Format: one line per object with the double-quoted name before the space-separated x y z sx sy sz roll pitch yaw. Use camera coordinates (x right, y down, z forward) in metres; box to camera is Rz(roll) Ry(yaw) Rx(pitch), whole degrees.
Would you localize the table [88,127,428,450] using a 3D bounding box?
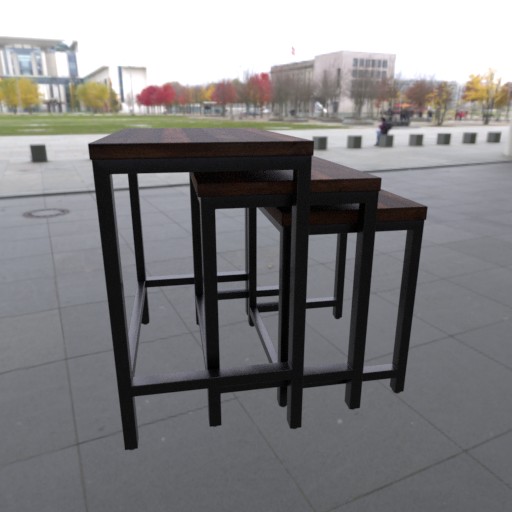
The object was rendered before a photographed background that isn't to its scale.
"table" 0.000 0.000 1.146 0.660 0.616 0.608 -3 19 -10
